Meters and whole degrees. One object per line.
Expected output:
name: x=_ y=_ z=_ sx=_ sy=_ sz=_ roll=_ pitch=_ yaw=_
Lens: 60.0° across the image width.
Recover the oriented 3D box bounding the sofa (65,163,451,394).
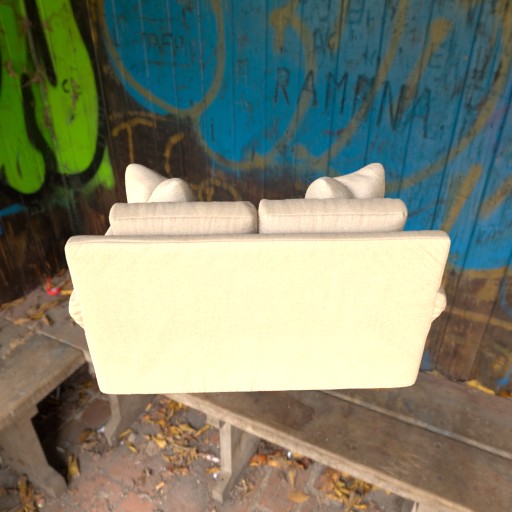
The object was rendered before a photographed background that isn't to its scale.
sofa: x=0.000 y=0.000 z=2.247 sx=1.550 sy=0.905 sz=1.070 roll=-1 pitch=31 yaw=-2
